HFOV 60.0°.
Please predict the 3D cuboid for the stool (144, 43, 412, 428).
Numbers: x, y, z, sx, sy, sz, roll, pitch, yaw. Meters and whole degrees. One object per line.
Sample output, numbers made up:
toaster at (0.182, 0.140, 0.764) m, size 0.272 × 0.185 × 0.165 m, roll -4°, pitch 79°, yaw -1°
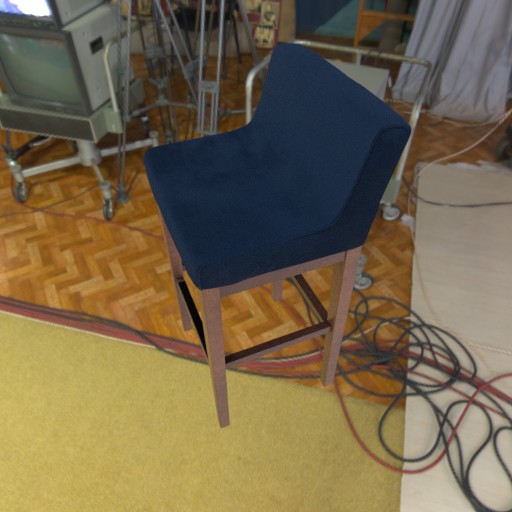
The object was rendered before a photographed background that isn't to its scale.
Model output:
stool at (0.000, 0.000, 1.338) m, size 0.500 × 1.037 × 0.511 m, roll -16°, pitch 47°, yaw -16°
